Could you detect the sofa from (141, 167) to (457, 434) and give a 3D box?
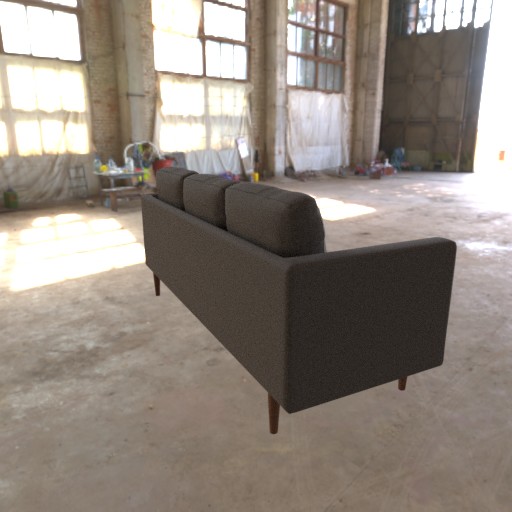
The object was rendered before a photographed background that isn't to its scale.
[{"bbox_3d":[0.000,0.000,2.487,0.802,0.912,2.029,-8,17,-26],"label":"sofa"}]
